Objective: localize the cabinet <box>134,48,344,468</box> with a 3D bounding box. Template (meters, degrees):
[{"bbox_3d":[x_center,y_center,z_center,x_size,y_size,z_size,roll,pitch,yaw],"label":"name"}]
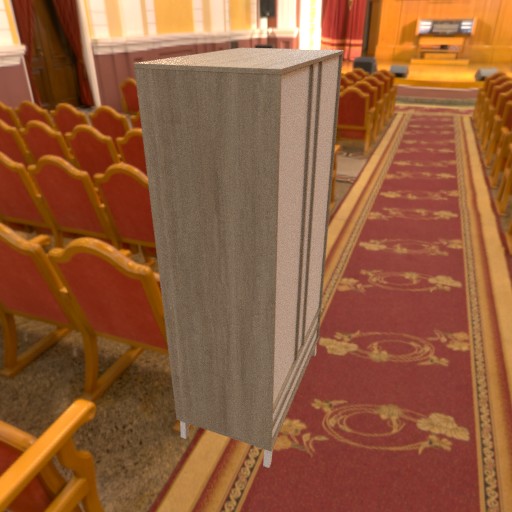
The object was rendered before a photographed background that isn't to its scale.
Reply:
[{"bbox_3d":[0.000,0.000,2.422,0.571,1.999,1.006,11,30,19],"label":"cabinet"}]
